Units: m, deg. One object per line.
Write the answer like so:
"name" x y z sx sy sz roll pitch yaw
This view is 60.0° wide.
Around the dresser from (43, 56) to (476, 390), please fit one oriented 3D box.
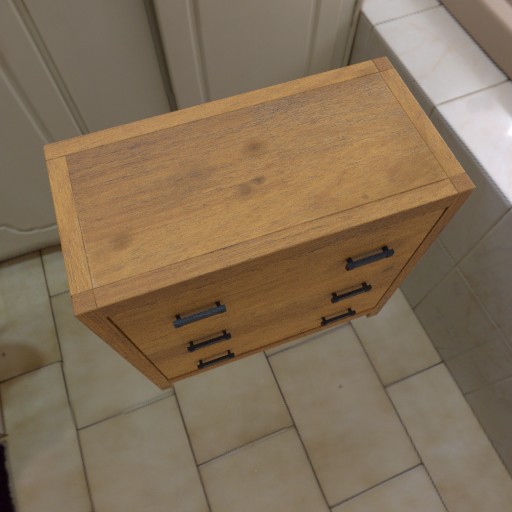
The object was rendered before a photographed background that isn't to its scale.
"dresser" 0.000 0.000 1.266 0.804 0.804 0.427 -18 66 -8
